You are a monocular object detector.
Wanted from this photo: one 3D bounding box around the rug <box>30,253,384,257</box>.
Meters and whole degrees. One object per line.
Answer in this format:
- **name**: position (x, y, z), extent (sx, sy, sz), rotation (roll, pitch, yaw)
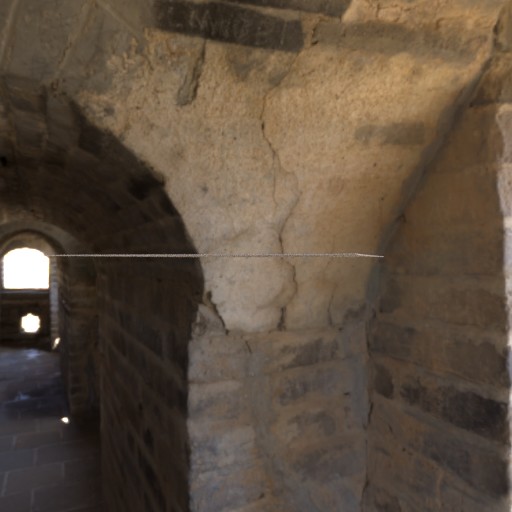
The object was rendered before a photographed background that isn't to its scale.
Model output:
- **rug**: position (0.000, 0.000, 2.331), extent (1.223, 0.008, 1.813), rotation (0, 0, 18)
